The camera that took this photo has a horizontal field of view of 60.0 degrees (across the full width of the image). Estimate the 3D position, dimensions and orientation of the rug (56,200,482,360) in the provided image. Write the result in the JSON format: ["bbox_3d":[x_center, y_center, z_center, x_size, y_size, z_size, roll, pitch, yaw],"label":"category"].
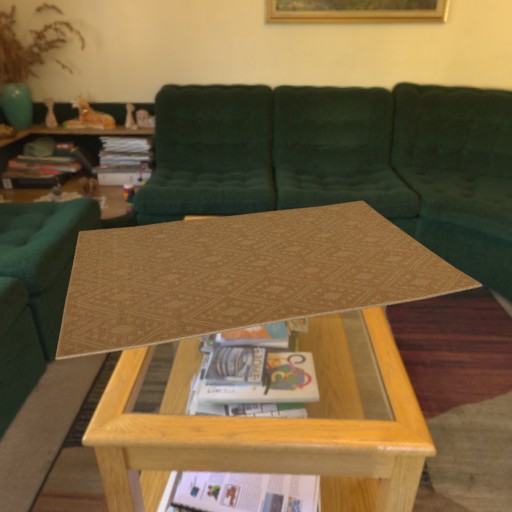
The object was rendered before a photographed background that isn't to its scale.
[{"bbox_3d":[0.000,0.000,3.080,2.430,0.053,1.553,-7,28,-14],"label":"rug"}]
